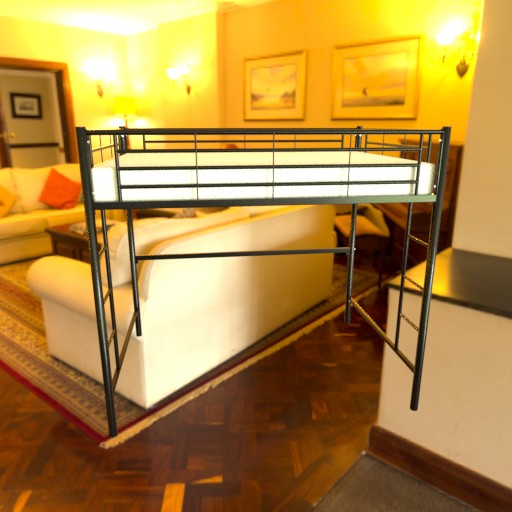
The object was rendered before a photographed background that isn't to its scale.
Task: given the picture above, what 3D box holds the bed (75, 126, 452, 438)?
[{"bbox_3d":[0.000,0.000,3.208,1.994,1.803,1.397,-2,17,-7],"label":"bed"}]
